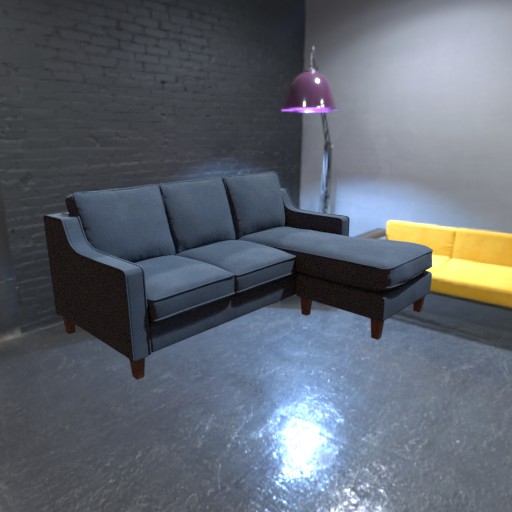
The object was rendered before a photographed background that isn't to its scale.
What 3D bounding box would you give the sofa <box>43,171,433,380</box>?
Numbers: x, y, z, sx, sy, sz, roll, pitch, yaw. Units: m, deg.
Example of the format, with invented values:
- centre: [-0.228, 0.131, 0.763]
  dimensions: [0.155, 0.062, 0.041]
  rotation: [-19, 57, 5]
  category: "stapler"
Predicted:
- centre: [0.000, 0.000, 3.335]
  dimensions: [1.858, 1.066, 2.317]
  rotation: [14, 21, 41]
  category: "sofa"
